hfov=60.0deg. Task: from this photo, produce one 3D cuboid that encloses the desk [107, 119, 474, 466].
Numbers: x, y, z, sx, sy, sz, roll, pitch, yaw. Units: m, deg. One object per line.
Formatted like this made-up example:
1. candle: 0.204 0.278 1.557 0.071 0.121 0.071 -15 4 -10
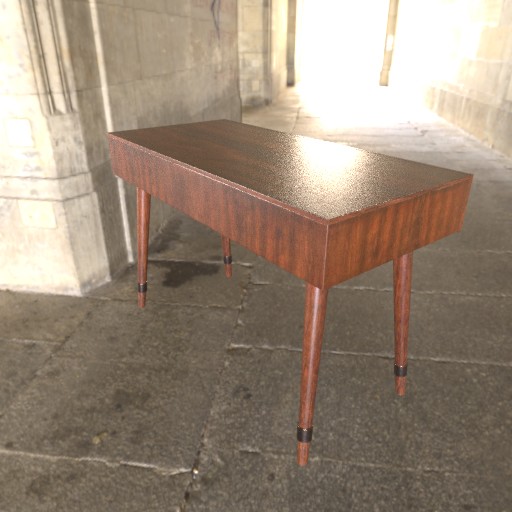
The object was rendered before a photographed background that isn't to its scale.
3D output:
1. desk: 0.000 0.000 2.155 0.734 1.031 1.577 -19 31 -33
